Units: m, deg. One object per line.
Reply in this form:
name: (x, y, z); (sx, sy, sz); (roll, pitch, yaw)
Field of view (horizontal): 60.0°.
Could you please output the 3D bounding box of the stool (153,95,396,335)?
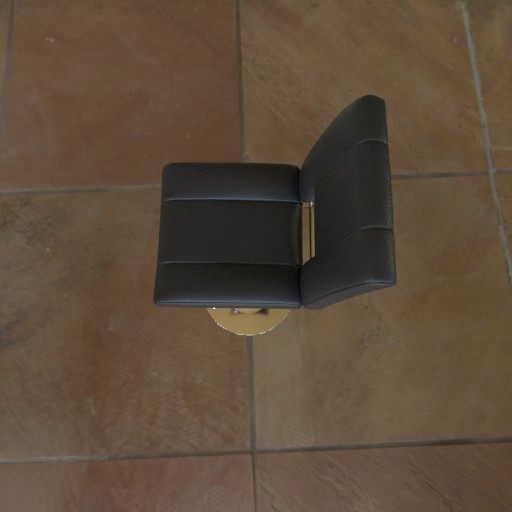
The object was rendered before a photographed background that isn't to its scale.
stool: (0.000, 0.000, 1.387); (0.520, 1.151, 0.415); (1, 76, 0)
